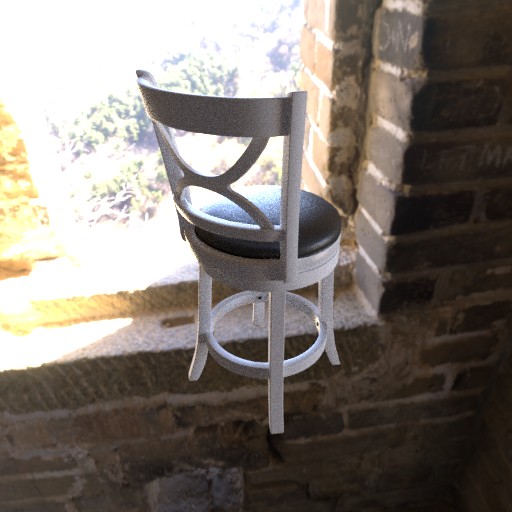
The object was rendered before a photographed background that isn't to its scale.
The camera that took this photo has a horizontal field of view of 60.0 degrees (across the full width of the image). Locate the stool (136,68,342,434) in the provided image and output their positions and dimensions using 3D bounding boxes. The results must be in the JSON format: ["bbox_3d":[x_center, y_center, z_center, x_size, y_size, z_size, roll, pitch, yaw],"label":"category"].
[{"bbox_3d":[0.000,0.000,1.218,0.444,0.953,0.508,21,37,32],"label":"stool"}]
